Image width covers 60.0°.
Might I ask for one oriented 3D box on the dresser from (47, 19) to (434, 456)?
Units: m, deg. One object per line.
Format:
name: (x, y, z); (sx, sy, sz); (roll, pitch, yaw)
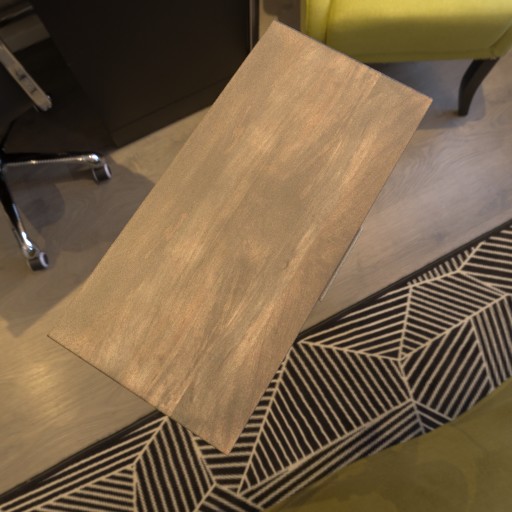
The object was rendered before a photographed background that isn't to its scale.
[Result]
dresser: (0.000, 0.000, 1.374); (0.453, 0.801, 0.923); (30, 77, 8)
